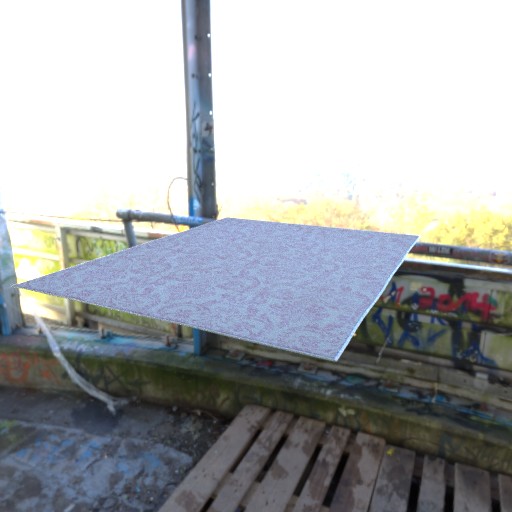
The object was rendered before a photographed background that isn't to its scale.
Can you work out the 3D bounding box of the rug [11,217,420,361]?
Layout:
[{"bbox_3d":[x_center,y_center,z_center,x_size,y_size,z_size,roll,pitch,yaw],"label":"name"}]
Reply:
[{"bbox_3d":[0.000,0.000,3.886,2.363,0.012,2.980,8,17,26],"label":"rug"}]
